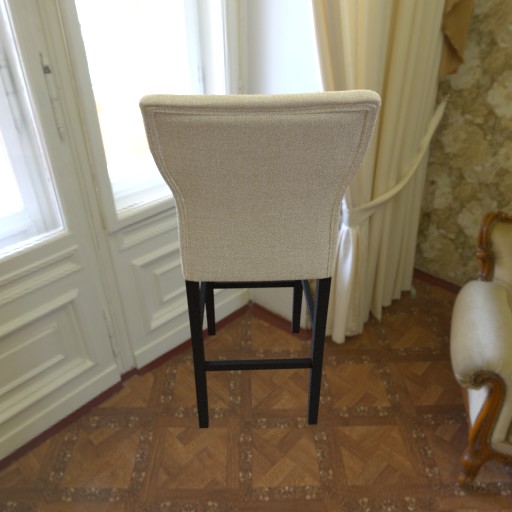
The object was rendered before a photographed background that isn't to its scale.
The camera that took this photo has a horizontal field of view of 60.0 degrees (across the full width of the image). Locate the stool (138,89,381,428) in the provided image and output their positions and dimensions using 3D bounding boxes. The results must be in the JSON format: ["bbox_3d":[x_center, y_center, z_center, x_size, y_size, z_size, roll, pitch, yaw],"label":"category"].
[{"bbox_3d":[0.000,0.000,1.437,0.516,1.124,0.603,-1,32,-2],"label":"stool"}]
